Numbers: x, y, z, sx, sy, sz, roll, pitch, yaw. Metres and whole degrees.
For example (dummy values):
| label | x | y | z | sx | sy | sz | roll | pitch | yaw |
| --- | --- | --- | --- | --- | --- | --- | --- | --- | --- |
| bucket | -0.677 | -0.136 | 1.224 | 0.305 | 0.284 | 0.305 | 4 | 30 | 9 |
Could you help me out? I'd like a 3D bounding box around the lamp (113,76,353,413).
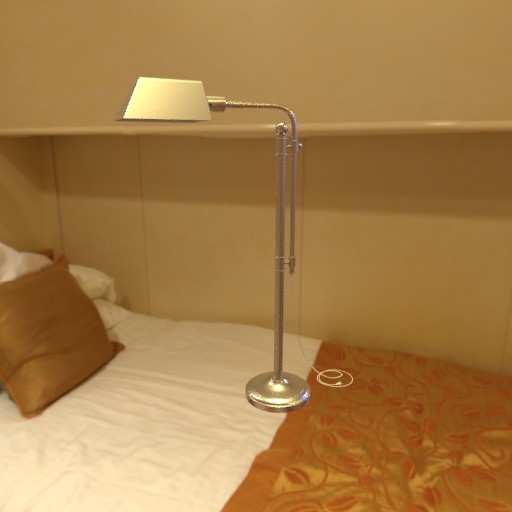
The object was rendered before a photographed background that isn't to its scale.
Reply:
| label | x | y | z | sx | sy | sz | roll | pitch | yaw |
| --- | --- | --- | --- | --- | --- | --- | --- | --- | --- |
| lamp | 0.000 | 0.000 | 0.970 | 0.546 | 0.708 | 0.159 | -6 | 16 | -24 |
